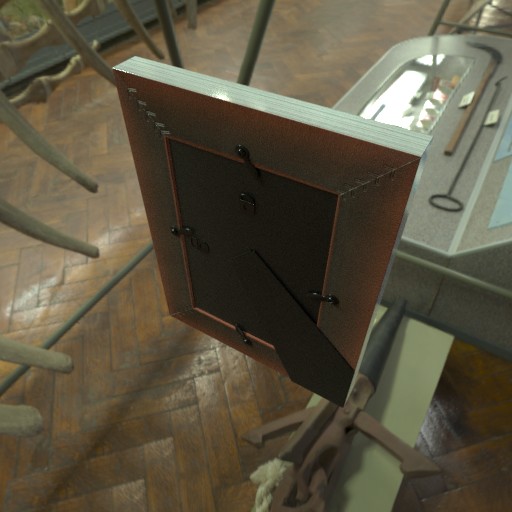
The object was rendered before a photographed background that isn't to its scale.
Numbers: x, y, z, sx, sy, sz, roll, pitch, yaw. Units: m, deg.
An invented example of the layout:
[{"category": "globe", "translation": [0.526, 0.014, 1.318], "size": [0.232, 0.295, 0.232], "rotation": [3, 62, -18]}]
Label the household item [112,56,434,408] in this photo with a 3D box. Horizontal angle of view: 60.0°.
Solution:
[{"category": "household item", "translation": [0.000, 0.000, 0.288], "size": [0.165, 0.216, 0.025], "rotation": [23, 50, 21]}]
